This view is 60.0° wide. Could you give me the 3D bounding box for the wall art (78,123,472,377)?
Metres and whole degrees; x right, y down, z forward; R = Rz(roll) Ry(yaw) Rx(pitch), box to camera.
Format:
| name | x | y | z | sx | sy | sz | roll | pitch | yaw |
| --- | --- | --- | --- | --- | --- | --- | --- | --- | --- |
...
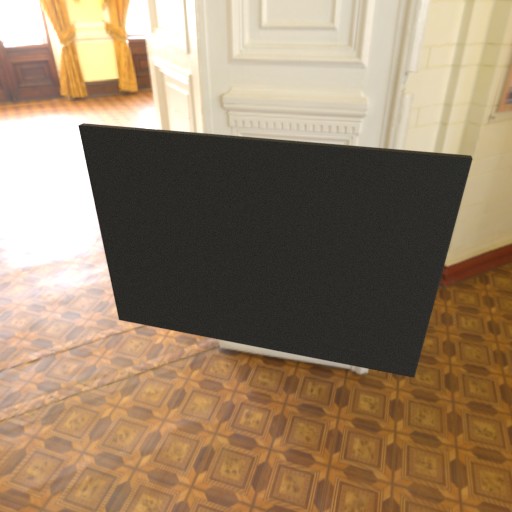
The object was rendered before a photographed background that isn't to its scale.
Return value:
| name | x | y | z | sx | sy | sz | roll | pitch | yaw |
| --- | --- | --- | --- | --- | --- | --- | --- | --- | --- |
| wall art | 0.000 | 0.000 | 1.236 | 0.964 | 0.659 | 0.049 | 9 | 33 | 15 |
